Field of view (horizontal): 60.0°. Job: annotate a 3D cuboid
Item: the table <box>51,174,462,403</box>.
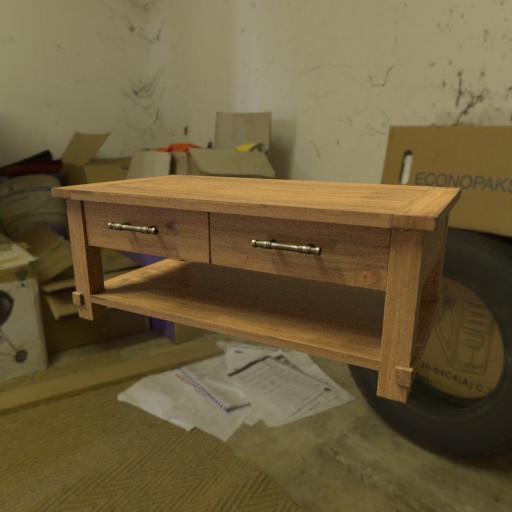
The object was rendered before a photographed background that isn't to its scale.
[{"bbox_3d":[0.000,0.000,1.615,1.270,0.494,0.693,8,17,27],"label":"table"}]
